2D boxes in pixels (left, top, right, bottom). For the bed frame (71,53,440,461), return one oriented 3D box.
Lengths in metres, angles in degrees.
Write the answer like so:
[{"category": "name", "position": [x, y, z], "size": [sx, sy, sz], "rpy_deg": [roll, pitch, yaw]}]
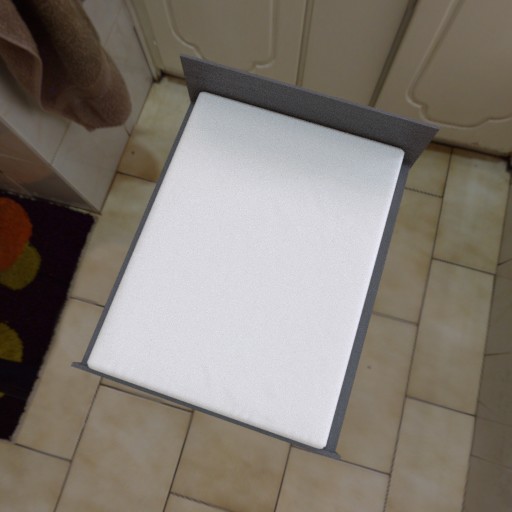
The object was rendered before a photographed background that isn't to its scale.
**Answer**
[{"category": "bed frame", "position": [0.000, 0.000, 2.802], "size": [1.622, 0.800, 1.960], "rpy_deg": [18, 76, 5]}]
